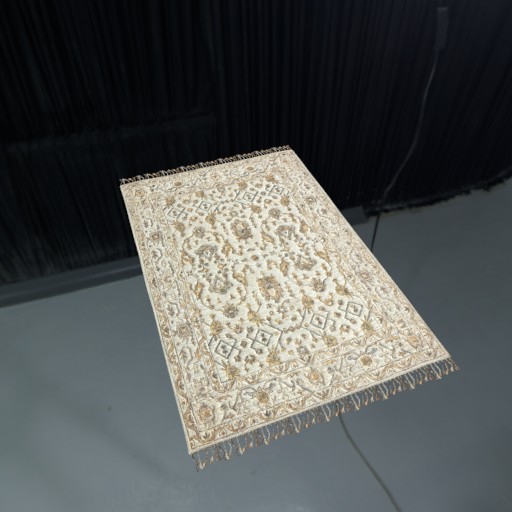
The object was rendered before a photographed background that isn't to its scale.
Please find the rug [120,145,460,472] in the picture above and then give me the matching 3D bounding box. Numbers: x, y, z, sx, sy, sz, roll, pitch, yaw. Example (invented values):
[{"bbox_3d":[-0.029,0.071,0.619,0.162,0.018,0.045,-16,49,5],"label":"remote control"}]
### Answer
[{"bbox_3d":[0.000,0.000,3.052,1.529,0.027,2.434,-15,48,-14],"label":"rug"}]
